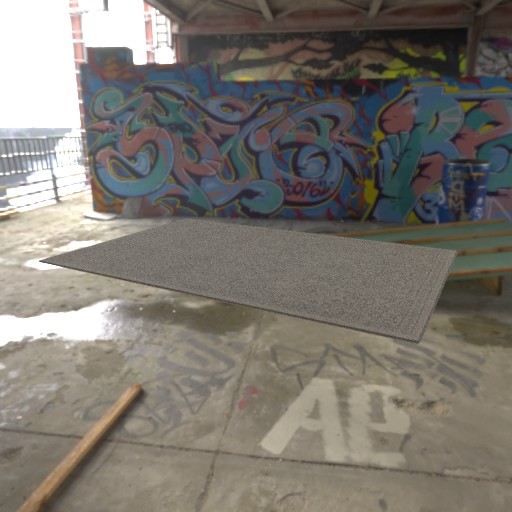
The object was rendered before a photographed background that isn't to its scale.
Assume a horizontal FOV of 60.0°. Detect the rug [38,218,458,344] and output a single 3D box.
[{"bbox_3d":[0.000,0.000,2.311,1.829,0.010,1.219,9,18,27],"label":"rug"}]
